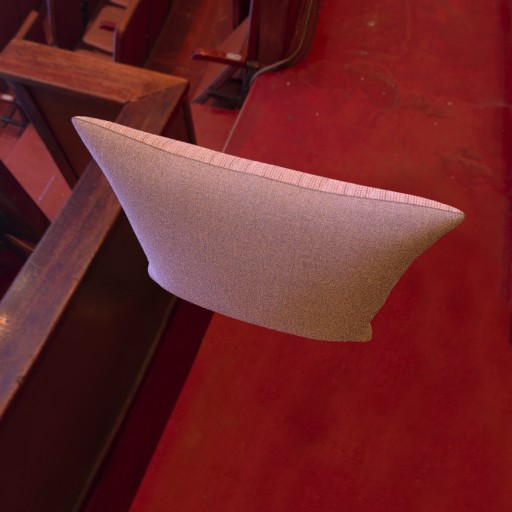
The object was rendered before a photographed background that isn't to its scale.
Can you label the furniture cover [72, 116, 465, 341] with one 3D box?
[{"bbox_3d":[0.000,0.000,0.764,0.512,0.506,0.178,16,64,8],"label":"furniture cover"}]
